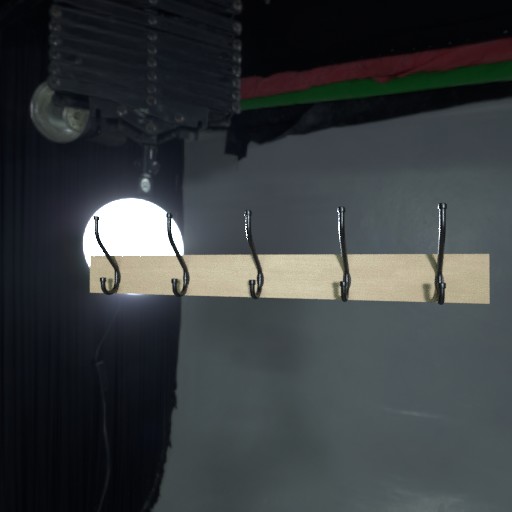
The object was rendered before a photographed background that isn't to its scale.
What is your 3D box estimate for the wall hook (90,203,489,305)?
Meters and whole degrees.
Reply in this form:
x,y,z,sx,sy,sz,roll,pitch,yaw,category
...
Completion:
x,y,z,sx,sy,sz,roll,pitch,yaw,category
0.000,0.000,0.598,0.571,0.117,0.071,0,0,18,wall hook
